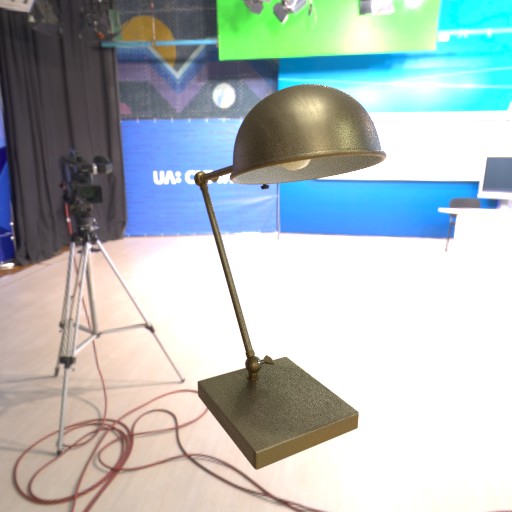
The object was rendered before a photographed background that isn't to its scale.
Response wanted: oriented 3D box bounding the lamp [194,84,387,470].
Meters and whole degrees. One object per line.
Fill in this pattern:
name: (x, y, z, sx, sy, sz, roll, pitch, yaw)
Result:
lamp: (0.000, 0.000, 0.535, 0.149, 0.371, 0.339, -9, 17, -28)
